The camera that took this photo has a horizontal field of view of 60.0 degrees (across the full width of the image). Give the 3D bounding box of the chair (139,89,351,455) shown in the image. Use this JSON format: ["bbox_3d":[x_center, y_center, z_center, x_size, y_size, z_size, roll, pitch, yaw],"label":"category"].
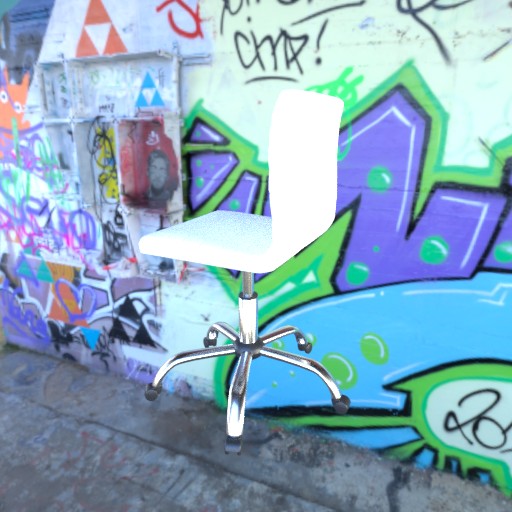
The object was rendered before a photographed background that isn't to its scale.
[{"bbox_3d":[0.000,0.000,1.142,0.530,0.780,0.556,7,18,24],"label":"chair"}]
